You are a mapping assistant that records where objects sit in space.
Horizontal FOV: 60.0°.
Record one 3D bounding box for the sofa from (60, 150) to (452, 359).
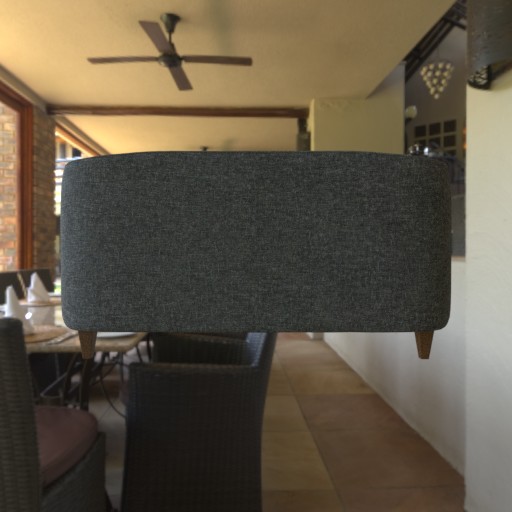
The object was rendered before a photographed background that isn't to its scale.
[{"bbox_3d":[0.000,0.000,2.219,1.733,0.855,0.941,0,1,0],"label":"sofa"}]
